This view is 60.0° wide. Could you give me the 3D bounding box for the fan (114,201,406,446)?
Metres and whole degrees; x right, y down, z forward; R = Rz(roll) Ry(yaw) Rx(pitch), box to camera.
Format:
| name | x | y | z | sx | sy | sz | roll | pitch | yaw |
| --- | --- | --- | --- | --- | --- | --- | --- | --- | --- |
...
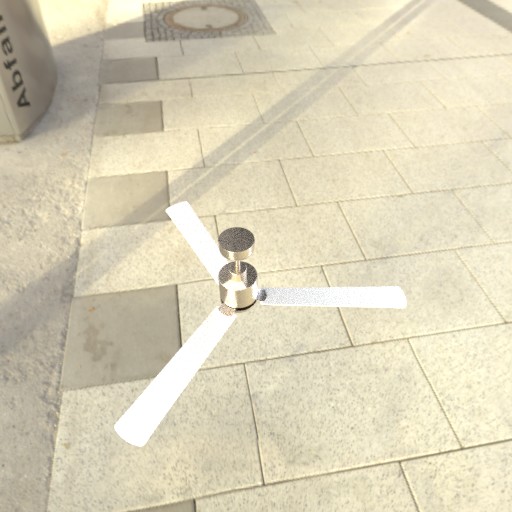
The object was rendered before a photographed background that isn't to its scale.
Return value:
| name | x | y | z | sx | sy | sz | roll | pitch | yaw |
| --- | --- | --- | --- | --- | --- | --- | --- | --- | --- |
| fan | 0.000 | 0.000 | 2.326 | 1.531 | 0.446 | 1.561 | -9 | 46 | -9 |
